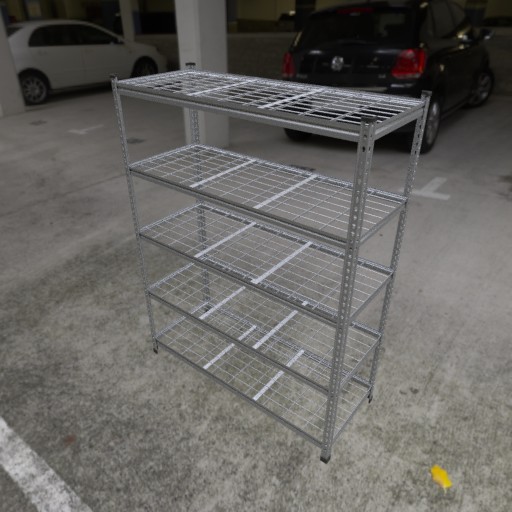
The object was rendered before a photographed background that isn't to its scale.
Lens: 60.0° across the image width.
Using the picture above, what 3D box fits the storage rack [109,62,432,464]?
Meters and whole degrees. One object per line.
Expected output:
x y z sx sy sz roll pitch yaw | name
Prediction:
0.000 0.000 2.678 1.524 1.981 0.610 22 37 32 | storage rack
